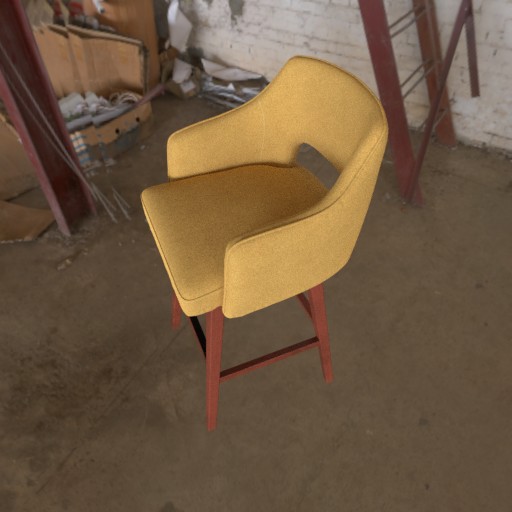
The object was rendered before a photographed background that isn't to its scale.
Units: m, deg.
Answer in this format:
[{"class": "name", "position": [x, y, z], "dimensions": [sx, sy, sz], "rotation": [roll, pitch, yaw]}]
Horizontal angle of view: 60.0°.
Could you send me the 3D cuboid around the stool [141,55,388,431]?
[{"class": "stool", "position": [0.000, 0.000, 1.349], "dimensions": [0.558, 1.012, 0.548], "rotation": [-17, 48, -16]}]
